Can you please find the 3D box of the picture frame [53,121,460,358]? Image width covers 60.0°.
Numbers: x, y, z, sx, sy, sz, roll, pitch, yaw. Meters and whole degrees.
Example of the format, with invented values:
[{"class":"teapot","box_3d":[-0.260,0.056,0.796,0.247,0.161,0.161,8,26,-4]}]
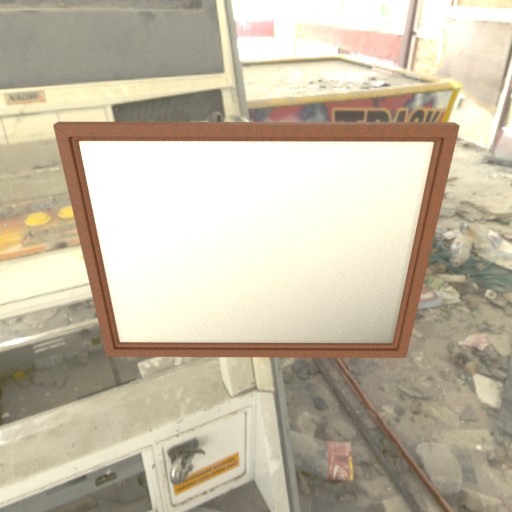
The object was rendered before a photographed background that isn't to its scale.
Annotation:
[{"class":"picture frame","box_3d":[0.000,0.000,1.724,1.329,1.018,0.045,0,31,0]}]
